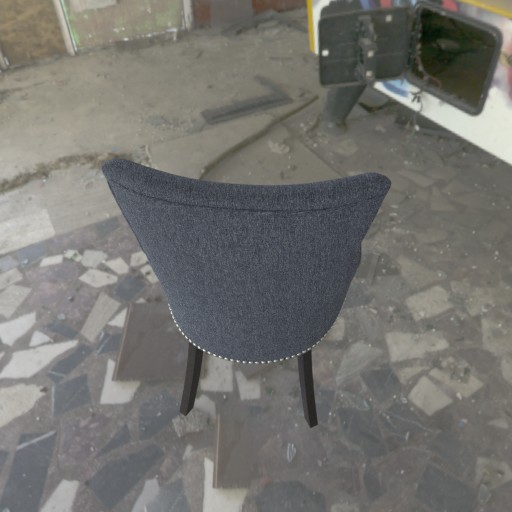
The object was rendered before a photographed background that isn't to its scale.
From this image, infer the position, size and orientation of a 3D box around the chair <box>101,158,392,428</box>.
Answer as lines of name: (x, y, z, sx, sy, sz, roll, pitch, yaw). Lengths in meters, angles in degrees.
chair: (0.000, 0.000, 1.253, 0.566, 0.909, 0.629, 4, 46, 4)
